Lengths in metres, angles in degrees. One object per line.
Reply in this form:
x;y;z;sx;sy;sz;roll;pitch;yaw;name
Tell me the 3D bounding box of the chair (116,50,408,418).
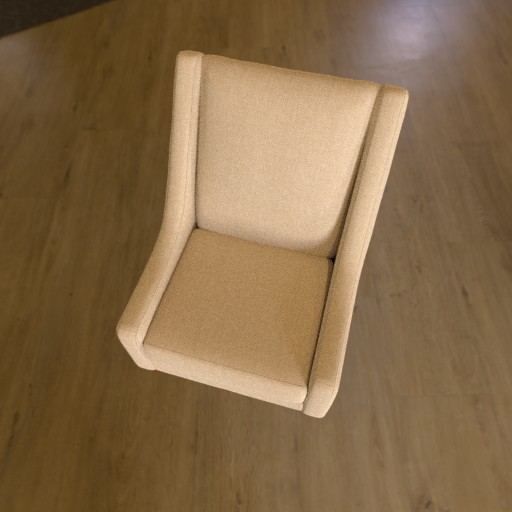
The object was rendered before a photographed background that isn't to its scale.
0.000;0.000;1.620;0.774;1.014;0.870;13;59;8;chair
